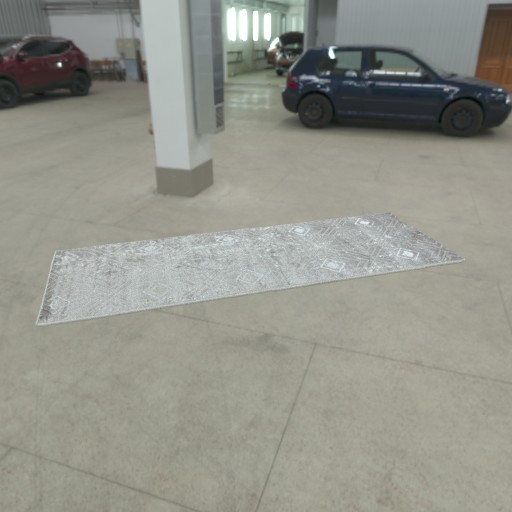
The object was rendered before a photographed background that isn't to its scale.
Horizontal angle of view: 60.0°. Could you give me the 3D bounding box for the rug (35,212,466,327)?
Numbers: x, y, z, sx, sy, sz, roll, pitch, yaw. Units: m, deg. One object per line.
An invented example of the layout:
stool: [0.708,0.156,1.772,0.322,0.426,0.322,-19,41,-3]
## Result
rug: [0.000,0.000,2.718,2.381,0.035,0.832,-7,27,-15]
